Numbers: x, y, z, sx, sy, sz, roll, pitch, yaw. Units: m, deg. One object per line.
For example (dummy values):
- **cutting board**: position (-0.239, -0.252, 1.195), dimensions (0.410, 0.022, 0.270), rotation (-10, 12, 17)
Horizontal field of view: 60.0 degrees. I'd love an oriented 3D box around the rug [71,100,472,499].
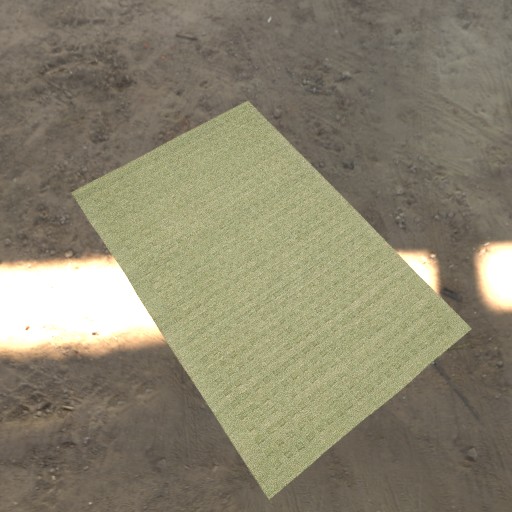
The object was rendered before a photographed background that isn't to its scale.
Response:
- **rug**: position (0.000, 0.000, 2.163), dimensions (1.143, 0.006, 1.747), rotation (-33, 67, -16)
